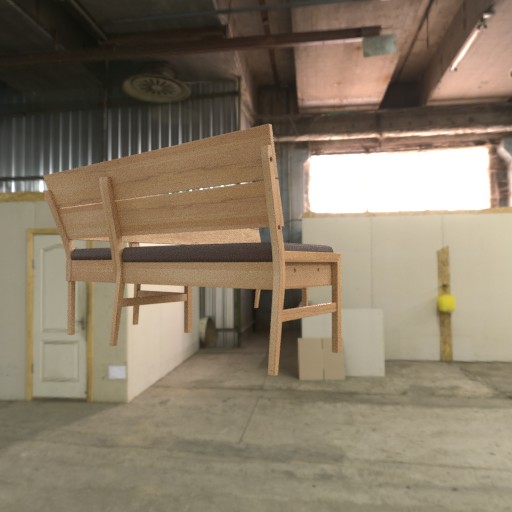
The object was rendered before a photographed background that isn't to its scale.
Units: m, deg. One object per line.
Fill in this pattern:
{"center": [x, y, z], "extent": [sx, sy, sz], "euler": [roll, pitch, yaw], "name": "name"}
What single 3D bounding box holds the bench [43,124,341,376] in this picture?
{"center": [0.000, 0.000, 2.792], "extent": [1.549, 0.890, 1.975], "euler": [-1, -1, 36], "name": "bench"}
